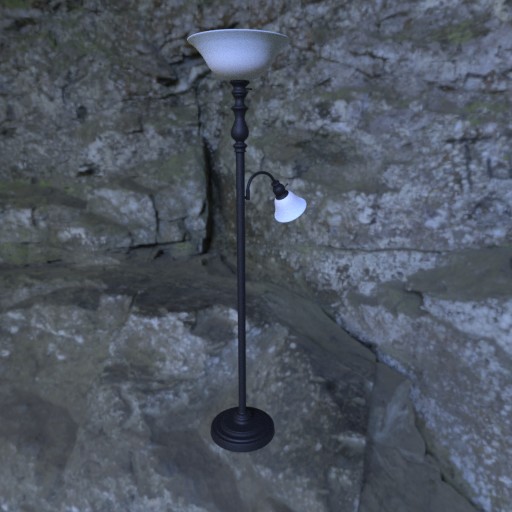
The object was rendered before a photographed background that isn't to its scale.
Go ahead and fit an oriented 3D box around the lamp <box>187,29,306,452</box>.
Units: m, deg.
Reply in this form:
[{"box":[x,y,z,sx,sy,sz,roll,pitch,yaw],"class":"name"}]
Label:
[{"box":[0.000,0.000,2.046,0.588,1.793,0.405,-14,20,-41],"class":"lamp"}]
